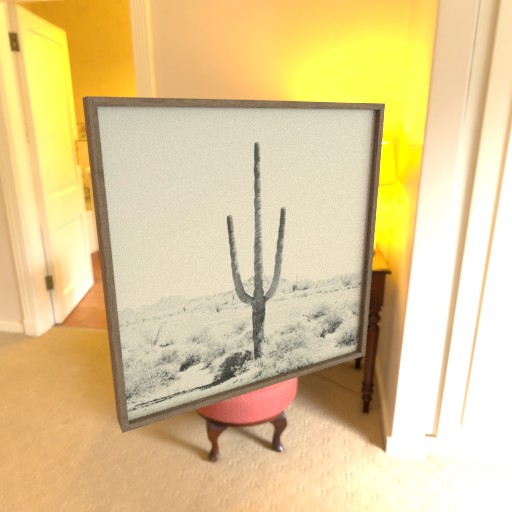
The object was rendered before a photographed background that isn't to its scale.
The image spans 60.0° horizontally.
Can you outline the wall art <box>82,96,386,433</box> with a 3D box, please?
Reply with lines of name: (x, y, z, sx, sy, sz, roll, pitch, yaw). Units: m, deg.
wall art: (0.000, 0.000, 0.767, 0.508, 0.508, 0.038, -9, 19, -27)
